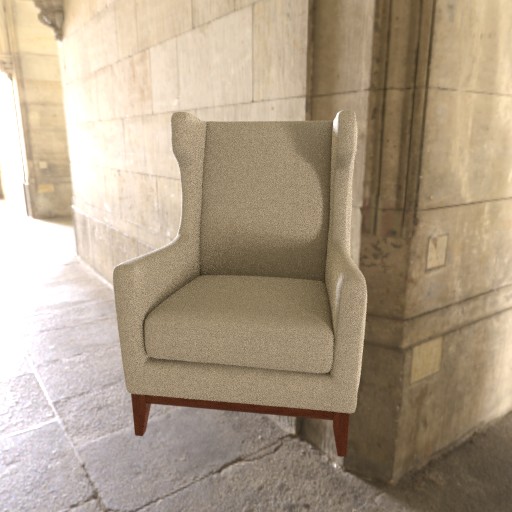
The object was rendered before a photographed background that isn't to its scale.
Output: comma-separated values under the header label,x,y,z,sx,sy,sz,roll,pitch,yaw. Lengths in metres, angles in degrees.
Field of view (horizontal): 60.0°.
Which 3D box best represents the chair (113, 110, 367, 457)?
label,x,y,z,sx,sy,sz,roll,pitch,yaw
chair,0.000,0.000,1.701,0.778,1.079,0.899,2,15,8
